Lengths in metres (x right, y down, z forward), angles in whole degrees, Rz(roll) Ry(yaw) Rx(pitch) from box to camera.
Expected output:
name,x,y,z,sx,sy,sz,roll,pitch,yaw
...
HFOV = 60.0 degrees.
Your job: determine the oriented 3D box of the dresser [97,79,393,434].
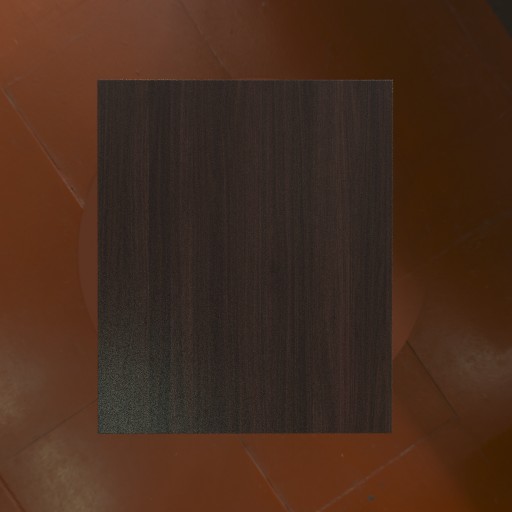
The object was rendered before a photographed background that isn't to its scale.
name,x,y,z,sx,sy,sz,roll,pitch,yaw
dresser,0.000,0.000,0.736,0.360,0.470,0.400,0,90,0
